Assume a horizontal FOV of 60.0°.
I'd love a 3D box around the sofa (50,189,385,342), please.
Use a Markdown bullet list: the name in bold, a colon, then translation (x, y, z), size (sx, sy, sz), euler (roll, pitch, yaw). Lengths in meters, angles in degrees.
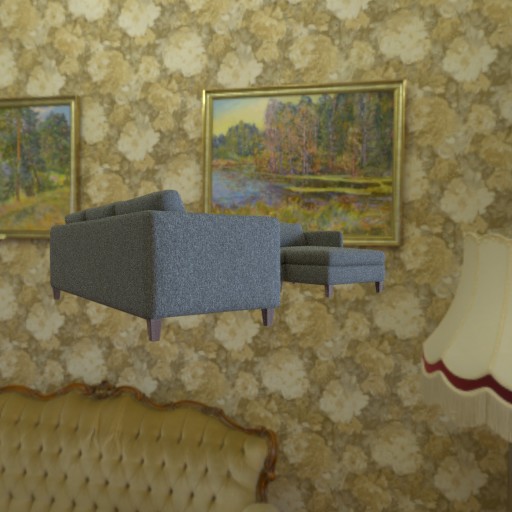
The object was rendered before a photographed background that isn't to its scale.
- **sofa**: translation (0.000, 0.000, 4.295), size (3.238, 0.853, 2.551), euler (-1, 1, -36)
